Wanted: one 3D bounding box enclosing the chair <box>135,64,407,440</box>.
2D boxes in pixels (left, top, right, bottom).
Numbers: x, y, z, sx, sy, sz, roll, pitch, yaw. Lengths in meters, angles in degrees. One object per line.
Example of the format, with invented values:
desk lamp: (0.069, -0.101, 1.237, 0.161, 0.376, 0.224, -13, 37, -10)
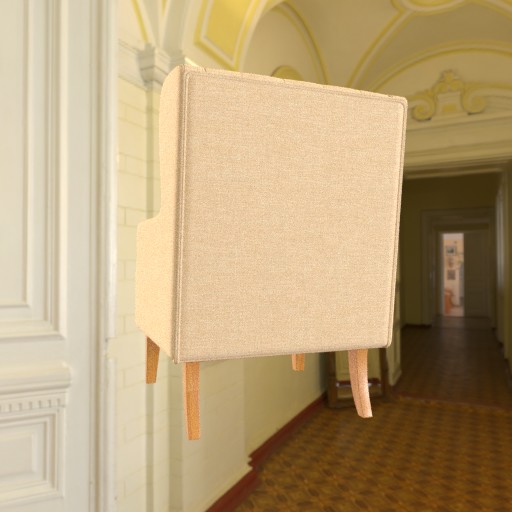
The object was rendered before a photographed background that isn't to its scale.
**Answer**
chair: (0.000, 0.000, 1.449, 0.710, 0.930, 0.760, 0, -1, -19)
